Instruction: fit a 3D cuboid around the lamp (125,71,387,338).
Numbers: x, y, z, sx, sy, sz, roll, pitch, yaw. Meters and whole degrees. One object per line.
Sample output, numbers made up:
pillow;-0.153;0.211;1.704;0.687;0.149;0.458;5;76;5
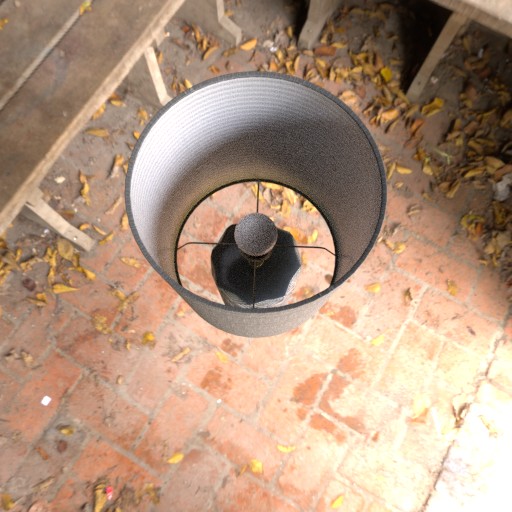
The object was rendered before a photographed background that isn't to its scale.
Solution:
lamp;0.000;0.000;0.727;0.269;0.566;0.268;2;75;1
